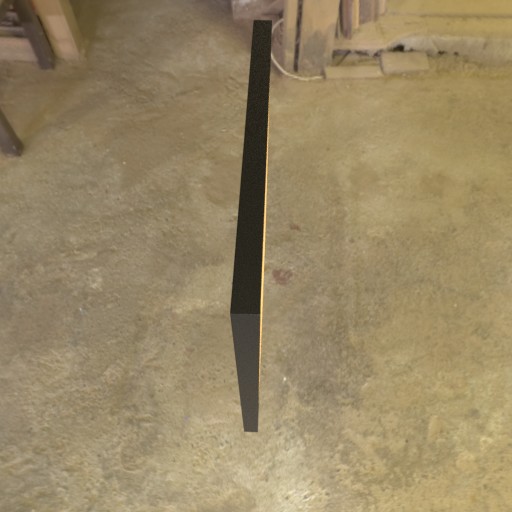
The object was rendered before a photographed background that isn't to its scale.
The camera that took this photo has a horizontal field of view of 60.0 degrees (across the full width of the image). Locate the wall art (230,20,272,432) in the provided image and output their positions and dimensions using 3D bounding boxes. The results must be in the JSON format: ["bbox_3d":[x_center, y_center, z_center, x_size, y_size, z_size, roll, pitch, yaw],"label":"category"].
[{"bbox_3d":[0.000,0.000,0.698,0.025,0.508,0.432,2,58,1],"label":"wall art"}]
